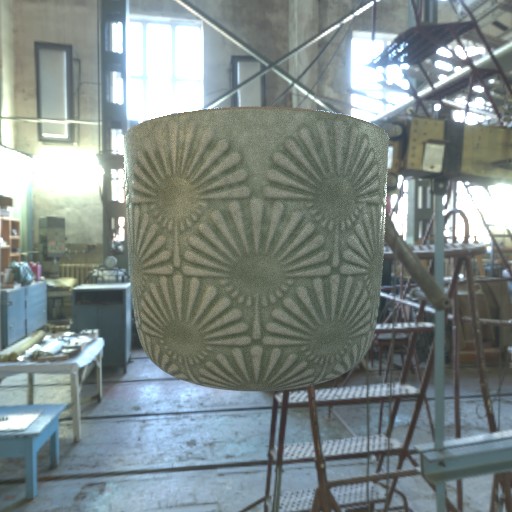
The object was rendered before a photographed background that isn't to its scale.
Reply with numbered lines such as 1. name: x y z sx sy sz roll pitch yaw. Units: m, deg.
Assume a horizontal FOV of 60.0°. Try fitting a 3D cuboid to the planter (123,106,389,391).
1. planter: 0.000 0.000 0.217 0.124 0.109 0.124 0 2 0
